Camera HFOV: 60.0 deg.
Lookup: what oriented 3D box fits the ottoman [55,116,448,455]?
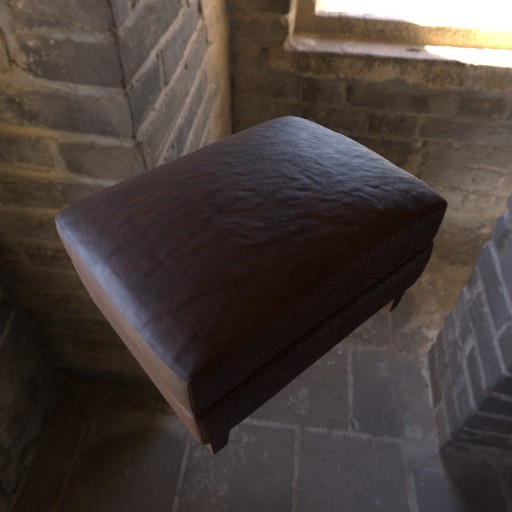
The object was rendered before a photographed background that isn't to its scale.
[{"bbox_3d":[0.000,0.000,1.288,0.887,0.527,0.659,-31,53,-27],"label":"ottoman"}]
